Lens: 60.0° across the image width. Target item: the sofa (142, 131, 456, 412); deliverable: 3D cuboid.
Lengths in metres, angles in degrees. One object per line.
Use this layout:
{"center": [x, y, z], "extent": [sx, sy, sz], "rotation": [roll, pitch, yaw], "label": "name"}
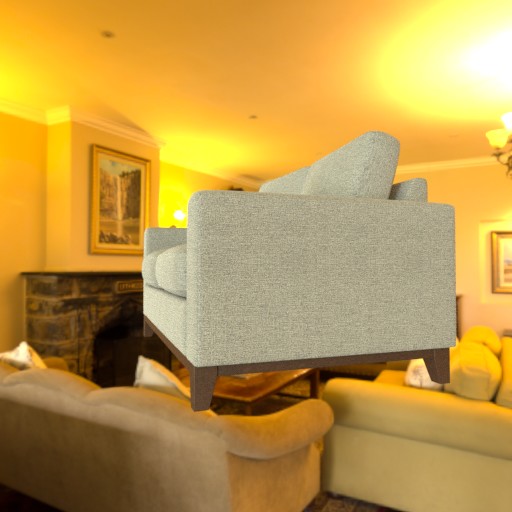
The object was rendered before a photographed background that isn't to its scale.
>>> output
{"center": [0.000, 0.000, 1.988], "extent": [0.917, 0.873, 1.420], "rotation": [0, -1, -20], "label": "sofa"}
